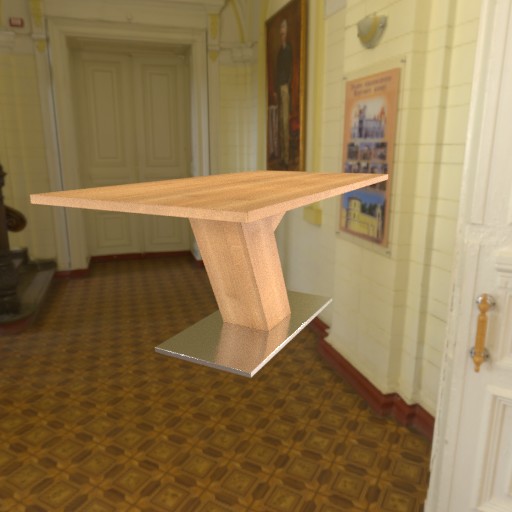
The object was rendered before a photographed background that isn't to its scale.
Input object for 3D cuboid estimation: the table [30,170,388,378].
[{"bbox_3d":[0.000,0.000,2.262,0.900,0.750,1.800,7,16,27],"label":"table"}]
